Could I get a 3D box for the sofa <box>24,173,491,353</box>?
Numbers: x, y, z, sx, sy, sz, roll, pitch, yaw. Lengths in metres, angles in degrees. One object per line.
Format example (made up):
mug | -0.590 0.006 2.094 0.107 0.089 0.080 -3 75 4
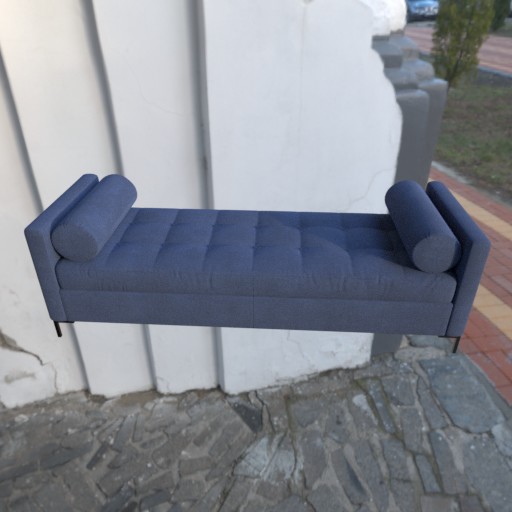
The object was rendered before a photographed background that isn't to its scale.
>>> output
sofa | 0.000 0.000 2.302 1.981 0.635 0.686 2 31 3
